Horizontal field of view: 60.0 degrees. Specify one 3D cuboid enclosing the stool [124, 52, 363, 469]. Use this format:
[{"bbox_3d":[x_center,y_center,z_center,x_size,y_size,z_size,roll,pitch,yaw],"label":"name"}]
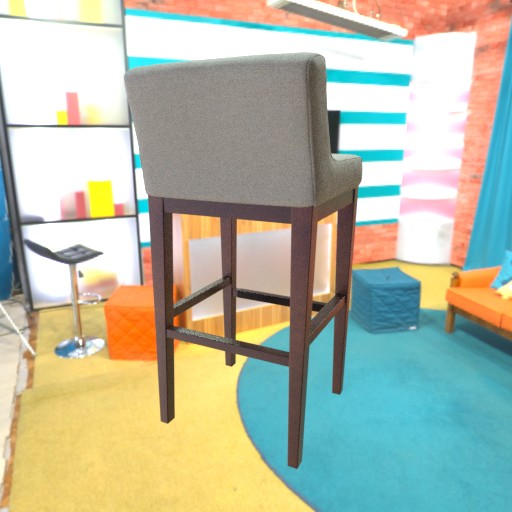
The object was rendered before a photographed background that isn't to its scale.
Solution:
[{"bbox_3d":[0.000,0.000,1.325,0.511,1.037,0.500,7,17,26],"label":"stool"}]
